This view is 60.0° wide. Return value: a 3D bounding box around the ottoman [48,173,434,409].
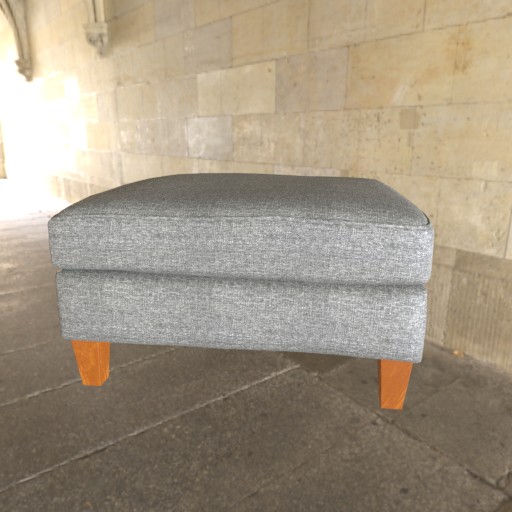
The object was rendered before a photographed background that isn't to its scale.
[{"bbox_3d":[0.000,0.000,1.343,0.838,0.481,0.838,2,15,8],"label":"ottoman"}]
